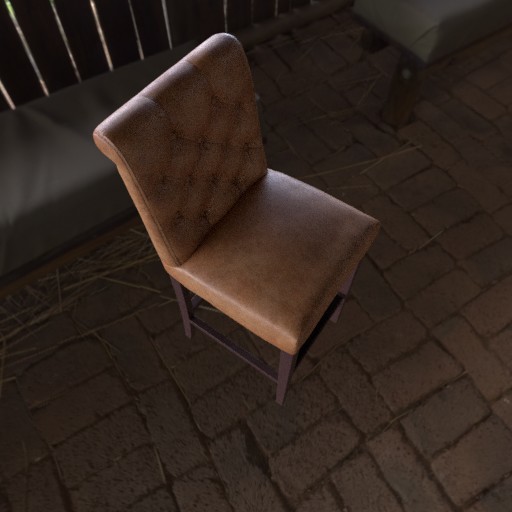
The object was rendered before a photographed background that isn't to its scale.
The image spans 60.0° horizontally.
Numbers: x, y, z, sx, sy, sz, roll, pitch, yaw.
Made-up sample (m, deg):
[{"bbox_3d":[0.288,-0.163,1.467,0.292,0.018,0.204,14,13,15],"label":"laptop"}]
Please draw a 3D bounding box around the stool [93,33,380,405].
[{"bbox_3d":[0.000,0.000,1.451,0.601,1.140,0.493,31,64,17],"label":"stool"}]
